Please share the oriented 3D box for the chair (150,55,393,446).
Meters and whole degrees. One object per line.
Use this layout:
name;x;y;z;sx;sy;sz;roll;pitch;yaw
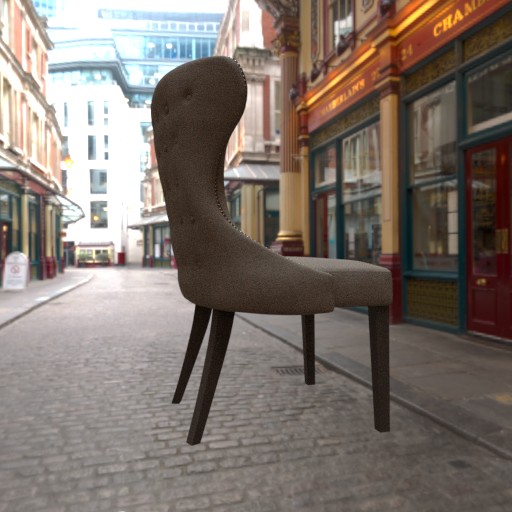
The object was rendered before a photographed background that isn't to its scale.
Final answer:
chair;0.000;0.000;1.373;0.635;0.967;0.628;0;-1;-17
